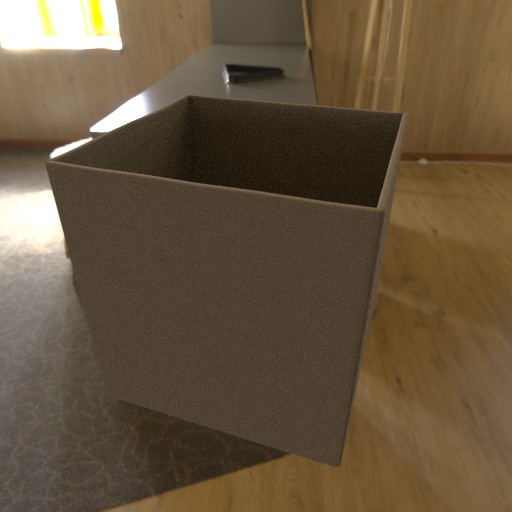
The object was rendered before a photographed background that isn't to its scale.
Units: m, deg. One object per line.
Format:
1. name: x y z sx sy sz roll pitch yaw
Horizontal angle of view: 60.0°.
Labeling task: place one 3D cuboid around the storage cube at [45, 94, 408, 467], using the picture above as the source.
1. storage cube: 0.000 0.000 0.495 0.270 0.280 0.270 11 34 16
